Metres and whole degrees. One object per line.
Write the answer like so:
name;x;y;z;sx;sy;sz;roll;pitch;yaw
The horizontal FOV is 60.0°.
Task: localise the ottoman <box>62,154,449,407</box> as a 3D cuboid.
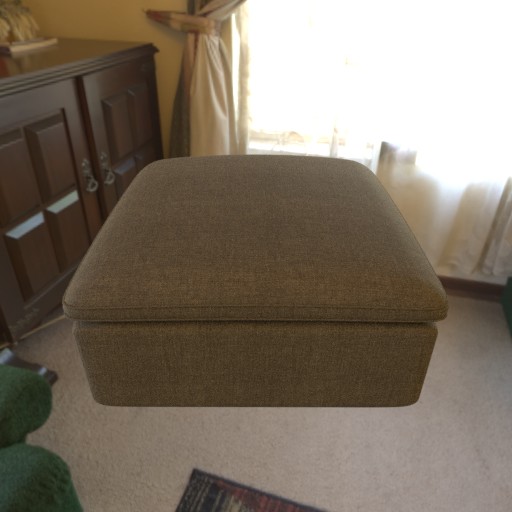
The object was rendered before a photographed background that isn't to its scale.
ottoman;0.000;0.000;1.700;1.067;0.559;1.067;0;32;0
